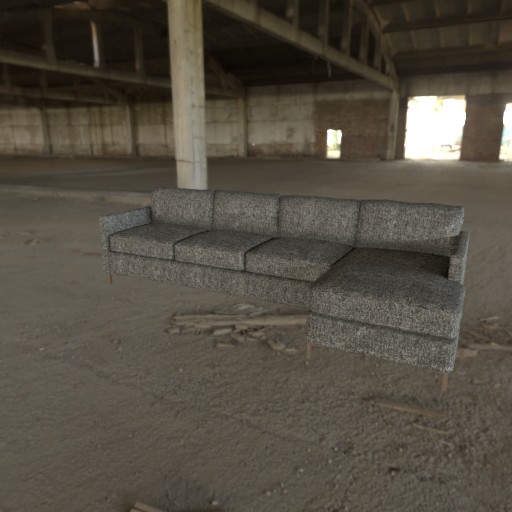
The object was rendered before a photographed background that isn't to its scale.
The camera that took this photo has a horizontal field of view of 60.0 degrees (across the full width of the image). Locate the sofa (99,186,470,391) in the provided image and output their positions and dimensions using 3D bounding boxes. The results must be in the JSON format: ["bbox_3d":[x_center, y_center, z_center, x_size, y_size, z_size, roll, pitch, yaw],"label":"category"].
[{"bbox_3d":[0.000,0.000,3.905,3.384,0.970,1.488,8,17,26],"label":"sofa"}]
